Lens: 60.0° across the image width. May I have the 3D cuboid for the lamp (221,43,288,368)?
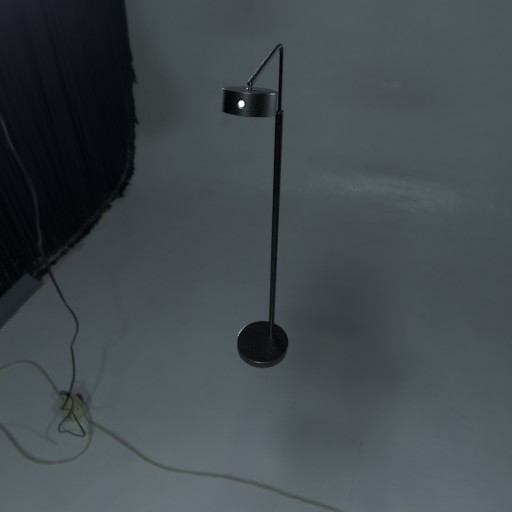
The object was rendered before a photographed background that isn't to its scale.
[{"bbox_3d":[0.000,0.000,1.426,0.219,1.230,0.418,11,44,12],"label":"lamp"}]
